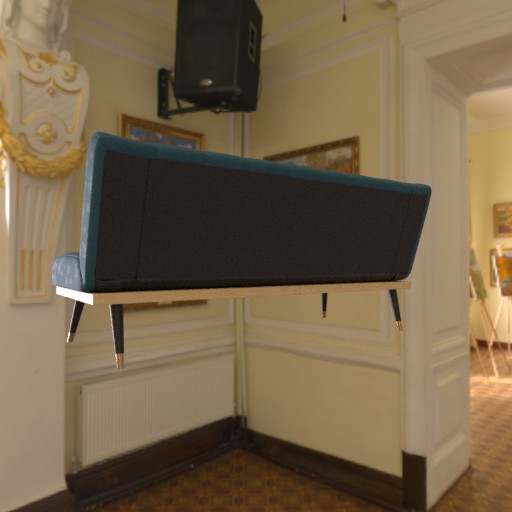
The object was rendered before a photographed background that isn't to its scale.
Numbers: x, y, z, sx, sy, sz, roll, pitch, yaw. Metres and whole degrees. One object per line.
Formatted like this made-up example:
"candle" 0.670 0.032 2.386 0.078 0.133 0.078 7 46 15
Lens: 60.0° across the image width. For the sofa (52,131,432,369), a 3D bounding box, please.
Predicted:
"sofa" 0.000 0.000 2.276 1.810 0.825 0.830 1 -1 -34
